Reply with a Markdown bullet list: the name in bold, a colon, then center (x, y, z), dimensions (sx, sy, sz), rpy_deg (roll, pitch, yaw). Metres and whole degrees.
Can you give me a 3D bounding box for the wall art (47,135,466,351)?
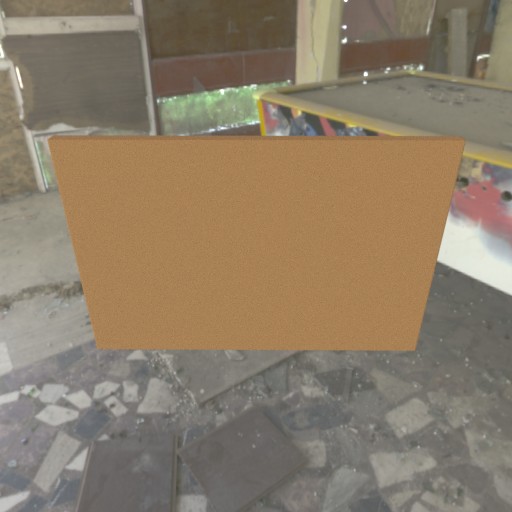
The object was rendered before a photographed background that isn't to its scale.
- **wall art**: center (0.000, 0.000, 1.136), dimensions (0.915, 0.608, 0.033), rpy_deg (0, 30, 0)
